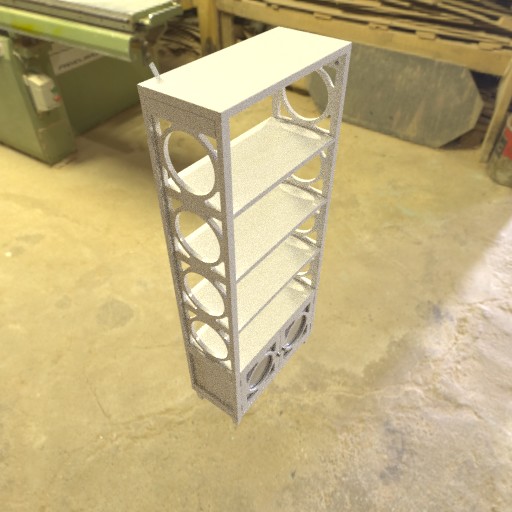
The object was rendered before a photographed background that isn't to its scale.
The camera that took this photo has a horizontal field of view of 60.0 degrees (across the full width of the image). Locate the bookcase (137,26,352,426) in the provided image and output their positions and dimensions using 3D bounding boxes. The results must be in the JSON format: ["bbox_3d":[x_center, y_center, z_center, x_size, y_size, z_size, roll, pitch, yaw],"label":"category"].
[{"bbox_3d":[0.000,0.000,2.104,0.361,1.869,0.761,27,49,26],"label":"bookcase"}]
